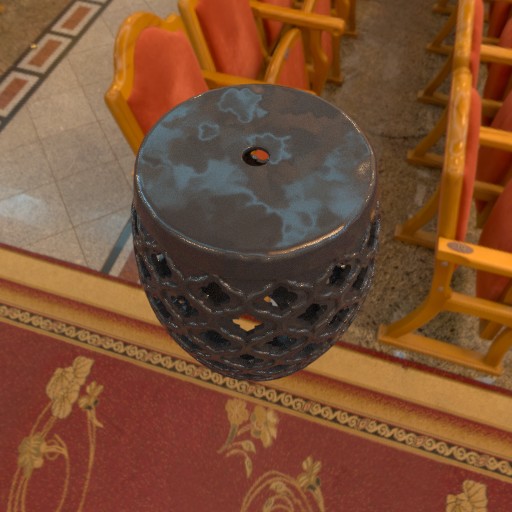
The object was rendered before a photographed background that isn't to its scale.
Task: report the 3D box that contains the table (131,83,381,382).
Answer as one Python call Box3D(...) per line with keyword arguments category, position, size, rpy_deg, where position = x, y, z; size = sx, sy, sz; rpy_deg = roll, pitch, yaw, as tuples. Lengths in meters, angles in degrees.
Box3D(category="table", position=(0.000, 0.000, 0.634), size=(0.325, 0.388, 0.325), rpy_deg=(0, 57, 0))
